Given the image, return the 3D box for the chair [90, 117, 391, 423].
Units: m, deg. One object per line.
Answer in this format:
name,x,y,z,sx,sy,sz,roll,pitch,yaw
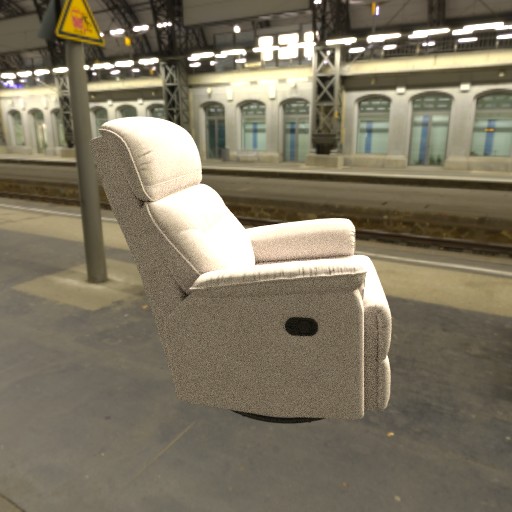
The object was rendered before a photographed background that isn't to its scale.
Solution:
chair,0.000,0.000,1.731,1.001,1.039,0.820,2,16,8
